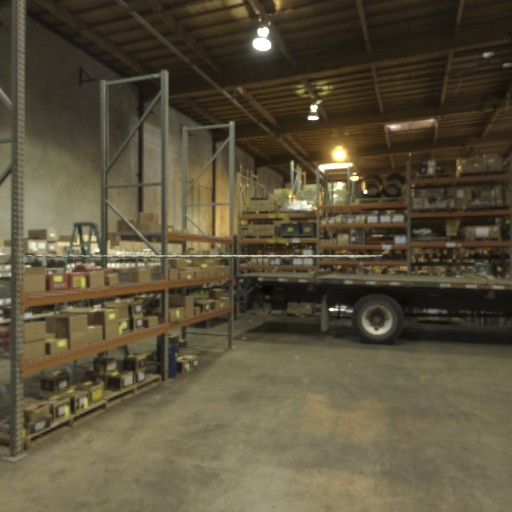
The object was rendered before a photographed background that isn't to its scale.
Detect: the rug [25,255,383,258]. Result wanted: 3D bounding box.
[{"bbox_3d":[0.000,0.000,3.022,1.539,0.011,2.410,0,0,19],"label":"rug"}]
